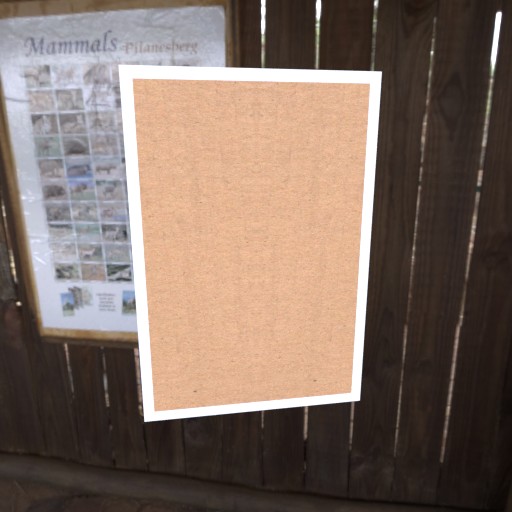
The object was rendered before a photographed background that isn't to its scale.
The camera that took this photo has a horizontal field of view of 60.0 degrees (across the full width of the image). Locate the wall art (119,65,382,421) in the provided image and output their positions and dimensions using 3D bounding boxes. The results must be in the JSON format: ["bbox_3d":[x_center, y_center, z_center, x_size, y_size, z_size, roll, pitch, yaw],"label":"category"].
[{"bbox_3d":[0.000,0.000,1.228,0.660,0.965,0.015,-2,15,-9],"label":"wall art"}]
